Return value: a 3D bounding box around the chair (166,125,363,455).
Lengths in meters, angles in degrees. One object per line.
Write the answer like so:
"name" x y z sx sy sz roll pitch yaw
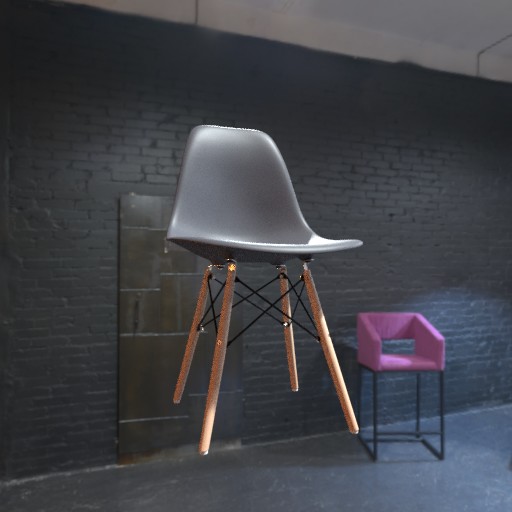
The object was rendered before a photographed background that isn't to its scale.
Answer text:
"chair" 0.000 0.000 1.162 0.470 0.826 0.533 0 -1 -18
